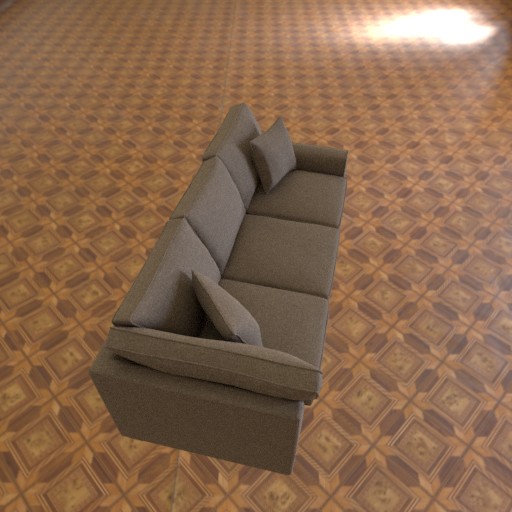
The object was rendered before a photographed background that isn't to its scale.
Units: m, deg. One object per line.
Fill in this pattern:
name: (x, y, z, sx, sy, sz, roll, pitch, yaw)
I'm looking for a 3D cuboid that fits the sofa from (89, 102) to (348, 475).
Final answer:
sofa: (0.000, 0.000, 2.898, 1.061, 0.962, 2.317, 10, 47, 9)
